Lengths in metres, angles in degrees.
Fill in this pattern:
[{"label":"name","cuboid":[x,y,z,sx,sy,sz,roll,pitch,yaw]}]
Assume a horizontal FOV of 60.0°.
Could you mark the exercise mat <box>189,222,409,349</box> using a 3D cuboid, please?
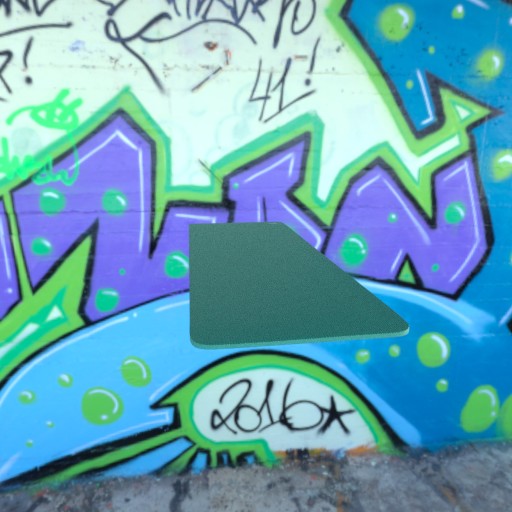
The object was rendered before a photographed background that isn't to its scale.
[{"label":"exercise mat","cuboid":[0.000,0.000,2.059,0.616,0.021,1.869,-2,14,-8]}]
